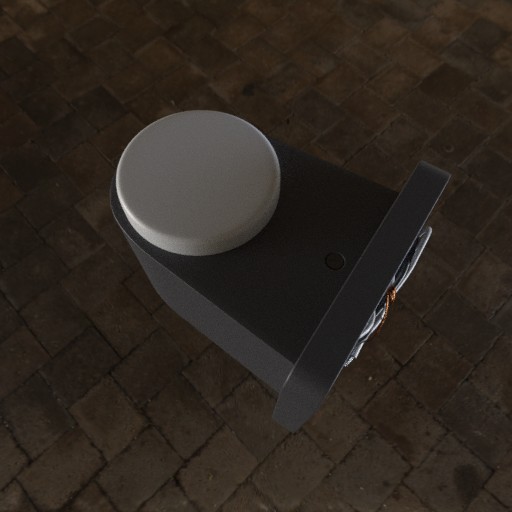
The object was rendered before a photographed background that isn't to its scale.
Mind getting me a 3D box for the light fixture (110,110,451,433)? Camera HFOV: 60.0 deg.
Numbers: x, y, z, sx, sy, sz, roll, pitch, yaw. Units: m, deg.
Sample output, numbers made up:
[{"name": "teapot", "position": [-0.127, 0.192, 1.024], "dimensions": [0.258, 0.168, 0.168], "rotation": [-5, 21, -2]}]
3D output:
[{"name": "light fixture", "position": [0.000, 0.000, 0.214], "dimensions": [0.132, 0.109, 0.109], "rotation": [31, 68, 14]}]
